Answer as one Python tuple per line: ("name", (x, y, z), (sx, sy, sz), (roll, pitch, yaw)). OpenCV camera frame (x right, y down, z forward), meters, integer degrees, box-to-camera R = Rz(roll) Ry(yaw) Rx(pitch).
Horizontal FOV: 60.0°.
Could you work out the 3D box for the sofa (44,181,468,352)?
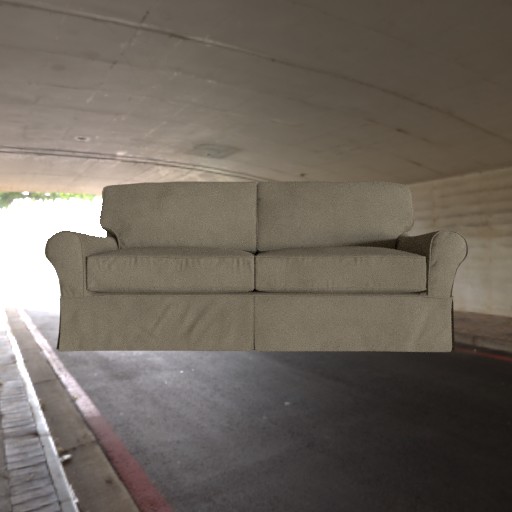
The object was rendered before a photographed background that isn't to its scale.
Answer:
("sofa", (0.000, 0.000, 2.754), (2.246, 1.014, 0.900), (0, 0, 1))
